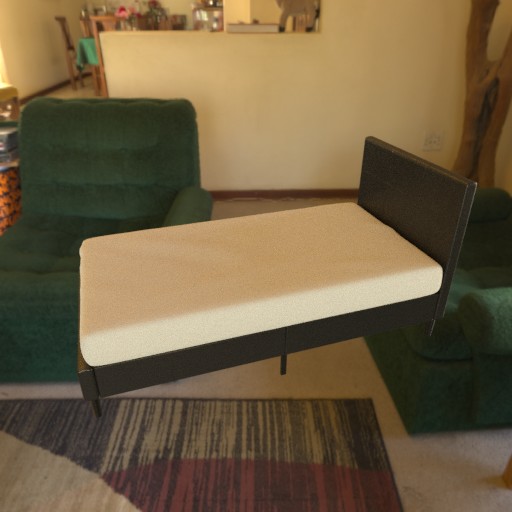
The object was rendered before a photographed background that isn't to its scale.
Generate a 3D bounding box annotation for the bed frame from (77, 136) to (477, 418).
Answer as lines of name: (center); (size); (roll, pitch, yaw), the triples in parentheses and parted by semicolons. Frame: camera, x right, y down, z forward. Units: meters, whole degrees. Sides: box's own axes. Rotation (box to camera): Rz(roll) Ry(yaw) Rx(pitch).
bed frame: (0.000, 0.000, 2.547); (2.152, 1.046, 1.038); (-9, 31, -16)
